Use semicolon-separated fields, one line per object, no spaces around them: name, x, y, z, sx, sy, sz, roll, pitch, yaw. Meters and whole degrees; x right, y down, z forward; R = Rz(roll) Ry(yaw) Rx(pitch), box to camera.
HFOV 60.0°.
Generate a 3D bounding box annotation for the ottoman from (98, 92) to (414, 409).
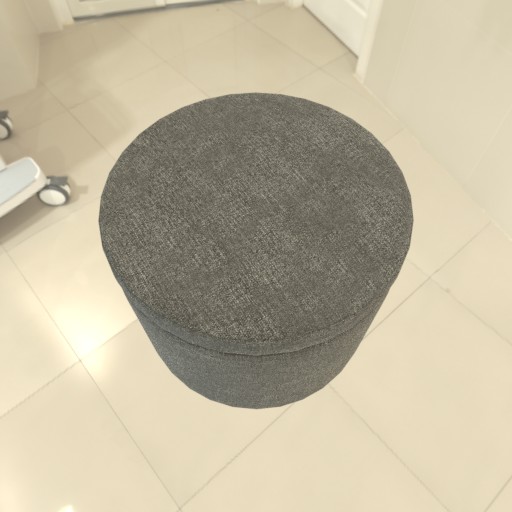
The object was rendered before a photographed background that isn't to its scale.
ottoman;0.000;0.000;0.867;0.500;0.419;0.500;0;58;0
